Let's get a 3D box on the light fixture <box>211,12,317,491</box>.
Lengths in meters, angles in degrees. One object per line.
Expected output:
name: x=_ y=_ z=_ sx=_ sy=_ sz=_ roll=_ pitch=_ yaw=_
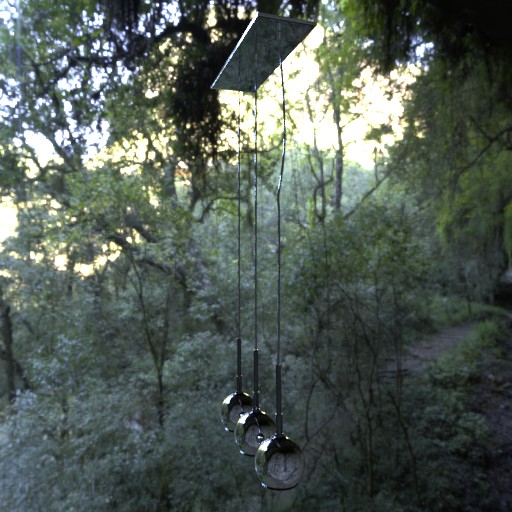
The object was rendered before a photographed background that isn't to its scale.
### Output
light fixture: x=0.000 y=0.000 z=1.594 sx=0.188 sy=1.408 sz=0.623 roll=0 pitch=1 yaw=-18
